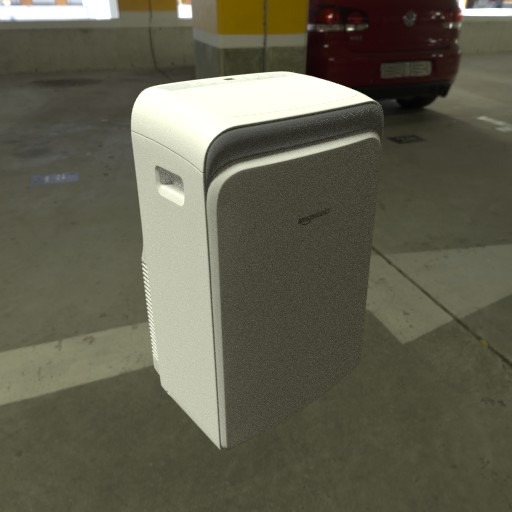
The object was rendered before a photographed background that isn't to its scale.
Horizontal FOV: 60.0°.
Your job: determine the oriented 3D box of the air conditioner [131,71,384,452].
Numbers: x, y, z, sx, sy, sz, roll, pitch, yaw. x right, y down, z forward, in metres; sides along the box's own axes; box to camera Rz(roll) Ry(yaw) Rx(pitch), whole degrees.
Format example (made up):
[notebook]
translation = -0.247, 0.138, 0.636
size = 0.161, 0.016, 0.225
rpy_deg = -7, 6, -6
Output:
[air conditioner]
translation = 0.000, 0.000, 0.960
size = 0.454, 0.700, 0.365
rpy_deg = -21, 36, -32
